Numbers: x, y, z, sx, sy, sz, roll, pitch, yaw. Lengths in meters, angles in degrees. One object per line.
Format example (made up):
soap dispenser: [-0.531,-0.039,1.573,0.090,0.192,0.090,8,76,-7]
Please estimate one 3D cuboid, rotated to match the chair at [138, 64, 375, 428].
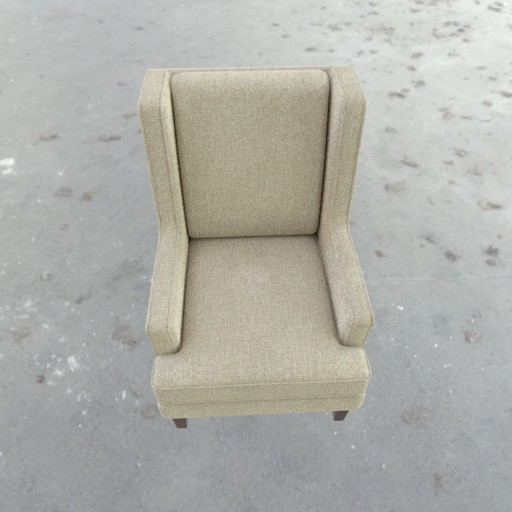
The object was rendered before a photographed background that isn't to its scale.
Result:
chair: [0.000,0.000,1.703,0.764,1.082,0.948,-2,47,-2]
